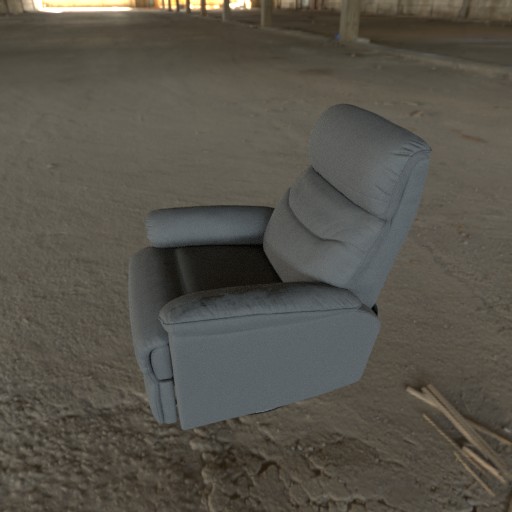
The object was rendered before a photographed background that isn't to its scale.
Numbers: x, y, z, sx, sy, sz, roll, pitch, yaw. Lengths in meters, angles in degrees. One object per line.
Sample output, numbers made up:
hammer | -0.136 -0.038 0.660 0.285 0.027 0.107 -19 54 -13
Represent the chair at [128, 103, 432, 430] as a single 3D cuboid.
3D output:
chair | 0.000 0.000 1.732 1.004 1.037 0.820 -8 31 -14
